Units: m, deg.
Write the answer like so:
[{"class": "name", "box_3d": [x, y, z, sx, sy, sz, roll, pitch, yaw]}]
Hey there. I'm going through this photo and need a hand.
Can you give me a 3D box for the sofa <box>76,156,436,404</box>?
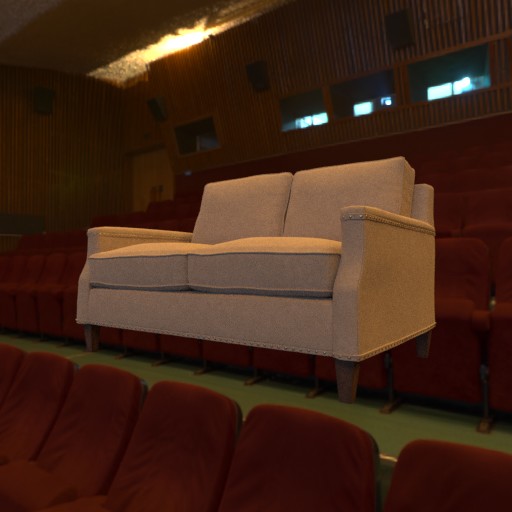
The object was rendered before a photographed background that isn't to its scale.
[{"class": "sofa", "box_3d": [0.000, 0.000, 2.296, 1.597, 1.002, 1.084, -1, -1, 36]}]
